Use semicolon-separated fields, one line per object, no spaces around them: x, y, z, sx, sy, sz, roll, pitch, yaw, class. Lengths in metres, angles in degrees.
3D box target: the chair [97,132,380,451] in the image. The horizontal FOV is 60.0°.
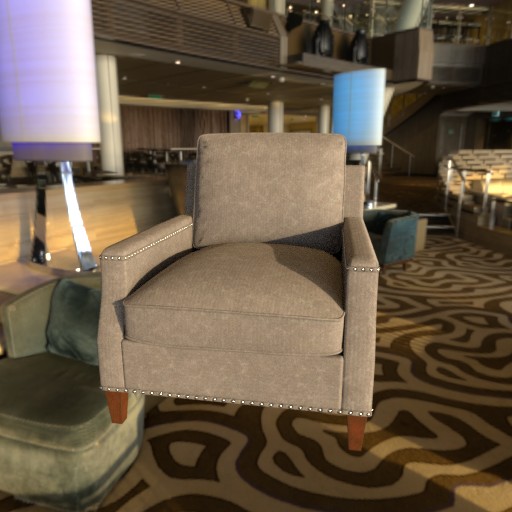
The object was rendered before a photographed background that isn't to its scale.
0.000;0.000;1.717;0.853;0.948;1.014;2;14;10;chair
